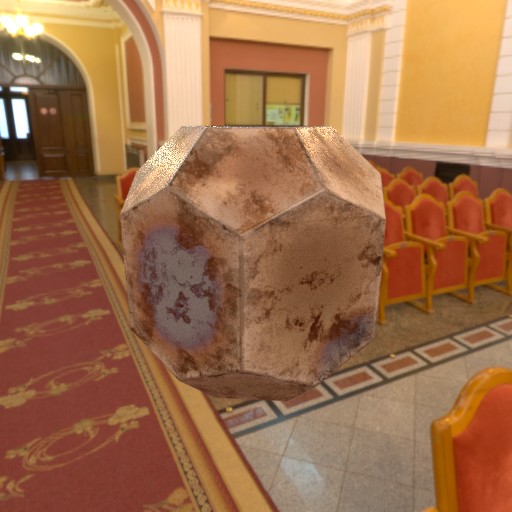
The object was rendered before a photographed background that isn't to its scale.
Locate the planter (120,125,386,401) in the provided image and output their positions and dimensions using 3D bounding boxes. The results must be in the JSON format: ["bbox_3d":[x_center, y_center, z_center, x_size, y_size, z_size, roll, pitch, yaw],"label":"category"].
[{"bbox_3d":[0.000,0.000,0.423,0.243,0.238,0.221,-8,19,-24],"label":"planter"}]
